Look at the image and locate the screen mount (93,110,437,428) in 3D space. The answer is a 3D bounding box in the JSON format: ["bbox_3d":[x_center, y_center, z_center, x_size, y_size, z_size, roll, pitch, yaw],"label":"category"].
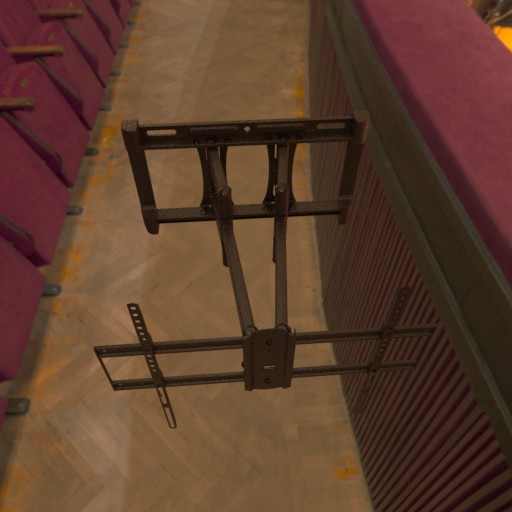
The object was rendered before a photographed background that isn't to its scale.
[{"bbox_3d":[0.000,0.000,1.111,0.661,0.491,0.644,-3,47,-3],"label":"screen mount"}]
